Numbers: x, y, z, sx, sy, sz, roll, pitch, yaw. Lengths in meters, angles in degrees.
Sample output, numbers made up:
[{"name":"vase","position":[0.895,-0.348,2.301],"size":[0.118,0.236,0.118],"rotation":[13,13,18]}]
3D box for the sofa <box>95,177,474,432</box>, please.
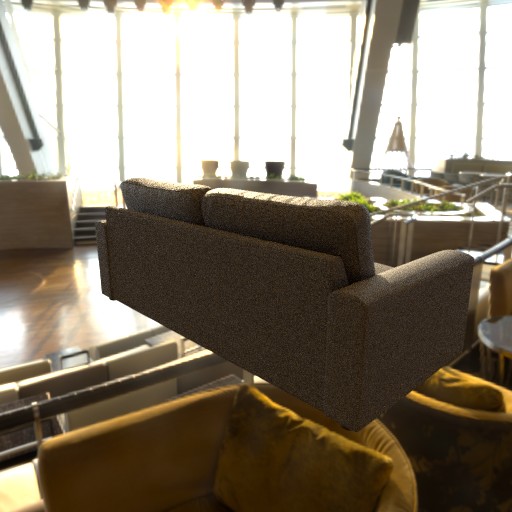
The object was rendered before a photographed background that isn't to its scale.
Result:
[{"name":"sofa","position":[0.000,0.000,2.670],"size":[1.016,0.873,2.179],"rotation":[-14,20,-42]}]
